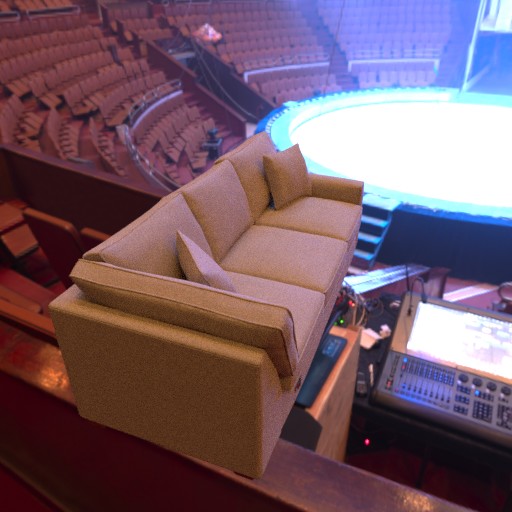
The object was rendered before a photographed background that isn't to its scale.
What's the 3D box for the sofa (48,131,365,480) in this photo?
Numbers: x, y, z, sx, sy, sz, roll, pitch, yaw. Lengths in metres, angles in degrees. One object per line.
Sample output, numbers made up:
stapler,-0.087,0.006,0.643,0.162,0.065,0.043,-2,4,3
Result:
sofa,0.000,0.000,2.796,1.061,0.962,2.317,11,32,18
